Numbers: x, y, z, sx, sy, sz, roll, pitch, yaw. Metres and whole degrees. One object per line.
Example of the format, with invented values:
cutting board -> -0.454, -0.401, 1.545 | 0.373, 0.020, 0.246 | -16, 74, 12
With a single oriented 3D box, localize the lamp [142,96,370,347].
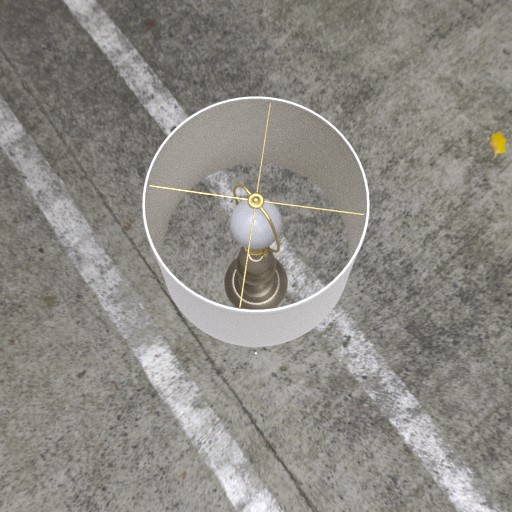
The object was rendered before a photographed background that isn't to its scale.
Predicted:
lamp -> 0.000, 0.000, 0.812 | 0.328, 0.619, 0.328 | 0, 78, 0
